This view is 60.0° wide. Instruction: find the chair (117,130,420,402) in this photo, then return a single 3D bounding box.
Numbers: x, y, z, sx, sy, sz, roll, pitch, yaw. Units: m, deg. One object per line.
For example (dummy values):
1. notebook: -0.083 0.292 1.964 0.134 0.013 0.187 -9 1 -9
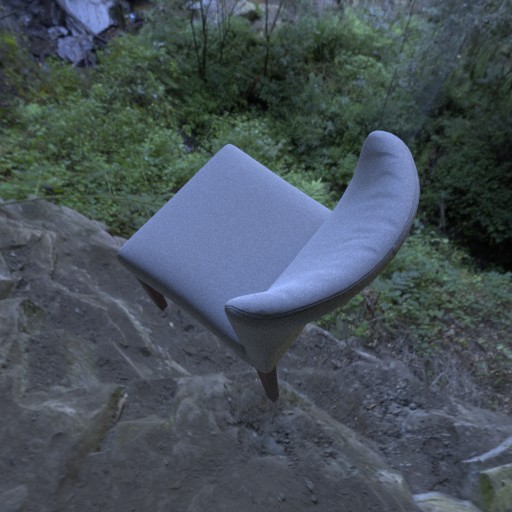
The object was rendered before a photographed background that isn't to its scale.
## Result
1. chair: 0.000 0.000 1.177 0.592 0.839 0.491 35 70 15
